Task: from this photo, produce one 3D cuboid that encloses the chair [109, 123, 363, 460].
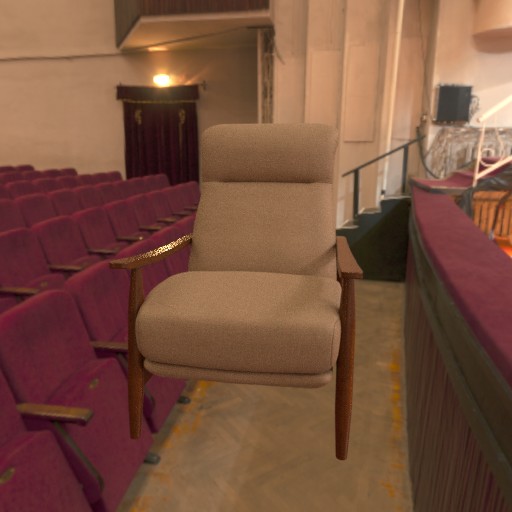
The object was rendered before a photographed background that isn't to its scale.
[{"bbox_3d":[0.000,0.000,1.807,0.762,1.082,1.030,2,14,8],"label":"chair"}]
